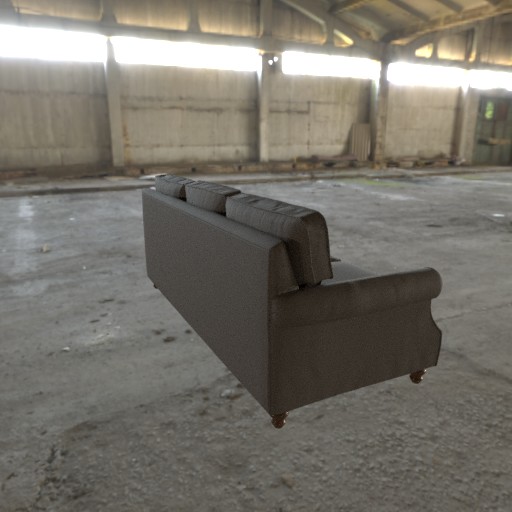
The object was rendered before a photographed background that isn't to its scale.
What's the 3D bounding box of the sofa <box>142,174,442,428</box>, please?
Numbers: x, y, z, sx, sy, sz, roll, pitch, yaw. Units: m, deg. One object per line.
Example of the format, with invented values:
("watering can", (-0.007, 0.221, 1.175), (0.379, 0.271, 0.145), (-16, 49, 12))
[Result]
("sofa", (0.000, 0.000, 2.853), (0.966, 0.948, 2.353), (-7, 16, -26))
